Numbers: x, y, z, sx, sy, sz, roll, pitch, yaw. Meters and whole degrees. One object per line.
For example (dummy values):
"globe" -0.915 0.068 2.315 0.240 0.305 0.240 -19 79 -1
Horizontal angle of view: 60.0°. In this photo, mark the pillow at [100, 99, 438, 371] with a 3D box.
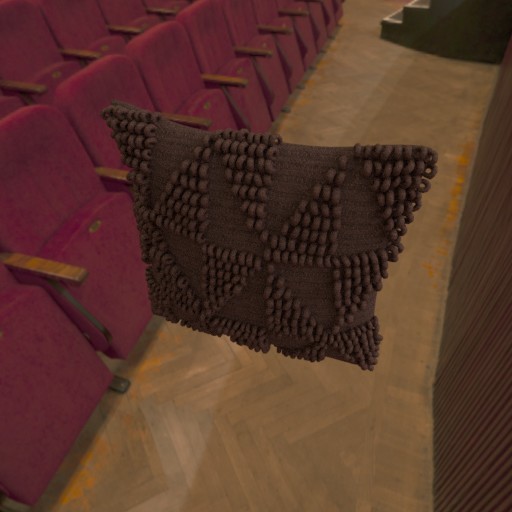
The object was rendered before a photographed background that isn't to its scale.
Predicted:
"pillow" 0.000 0.000 0.735 0.470 0.467 0.172 12 43 13
